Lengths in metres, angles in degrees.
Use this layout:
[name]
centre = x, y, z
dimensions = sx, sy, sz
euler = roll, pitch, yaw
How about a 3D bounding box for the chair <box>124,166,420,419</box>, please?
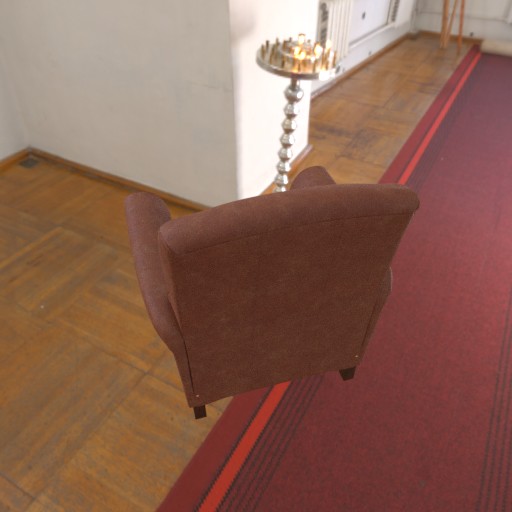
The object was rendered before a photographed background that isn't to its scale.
[chair]
centre = 0.000, 0.000, 1.803
dimensions = 0.978, 1.061, 0.902
euler = -11, 41, -12
